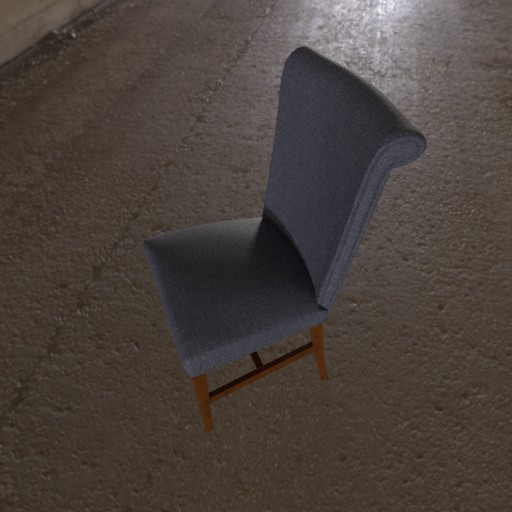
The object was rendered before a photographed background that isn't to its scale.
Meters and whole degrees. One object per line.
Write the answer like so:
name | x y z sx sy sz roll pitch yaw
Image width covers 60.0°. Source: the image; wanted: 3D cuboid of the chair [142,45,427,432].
chair | 0.000 0.000 1.333 0.608 0.988 0.513 -17 49 -16
